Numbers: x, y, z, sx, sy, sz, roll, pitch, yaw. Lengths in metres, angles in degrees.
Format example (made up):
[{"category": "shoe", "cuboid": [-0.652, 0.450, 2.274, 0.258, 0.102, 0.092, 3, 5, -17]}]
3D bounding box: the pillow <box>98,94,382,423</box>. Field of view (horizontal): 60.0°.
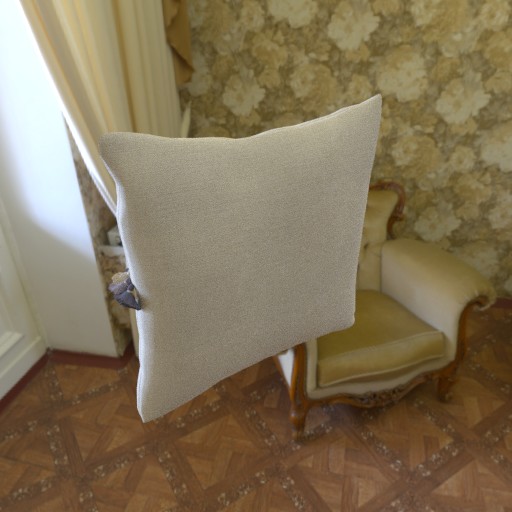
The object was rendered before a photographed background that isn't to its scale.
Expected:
[{"category": "pillow", "cuboid": [0.000, 0.000, 0.747, 0.489, 0.481, 0.165, -18, 35, -28]}]
